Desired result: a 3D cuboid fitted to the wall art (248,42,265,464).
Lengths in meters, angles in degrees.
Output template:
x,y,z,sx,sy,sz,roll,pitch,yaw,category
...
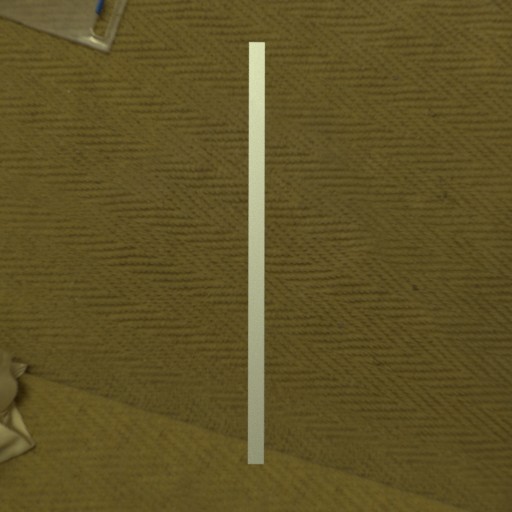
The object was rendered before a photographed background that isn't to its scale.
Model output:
x,y,z,sx,sy,sz,roll,pitch,yaw,category
0.000,0.000,1.350,0.034,1.042,0.789,0,89,0,wall art
